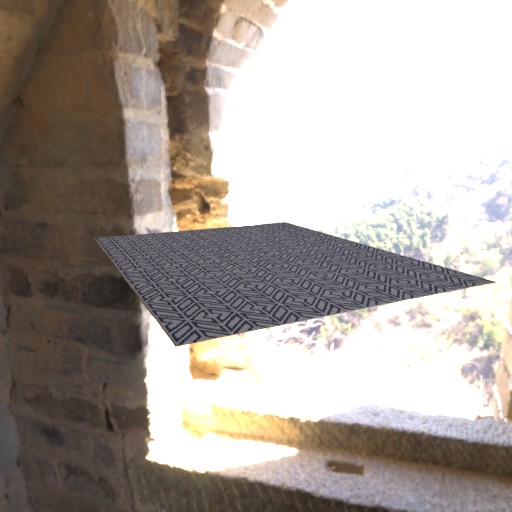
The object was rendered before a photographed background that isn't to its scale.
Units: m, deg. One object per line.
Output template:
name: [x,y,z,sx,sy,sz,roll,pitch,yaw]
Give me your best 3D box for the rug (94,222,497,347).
rug: [0.000,0.000,4.033,2.421,0.008,3.045,-7,15,-26]
